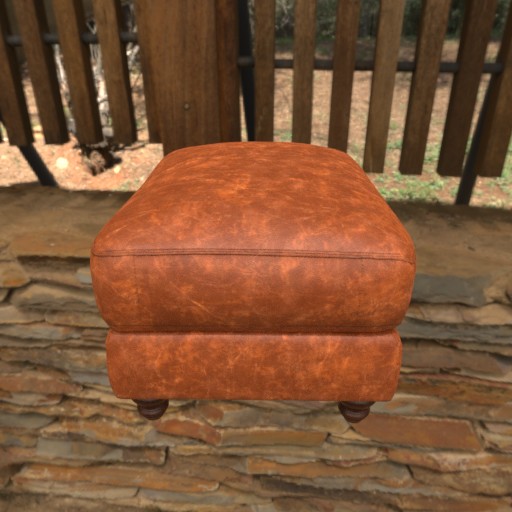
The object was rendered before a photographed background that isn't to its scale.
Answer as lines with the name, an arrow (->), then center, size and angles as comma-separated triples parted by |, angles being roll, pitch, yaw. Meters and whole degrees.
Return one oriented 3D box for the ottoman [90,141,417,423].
ottoman -> 0.000, 0.000, 1.248 | 0.657, 0.562, 0.832 | 0, 26, 1
